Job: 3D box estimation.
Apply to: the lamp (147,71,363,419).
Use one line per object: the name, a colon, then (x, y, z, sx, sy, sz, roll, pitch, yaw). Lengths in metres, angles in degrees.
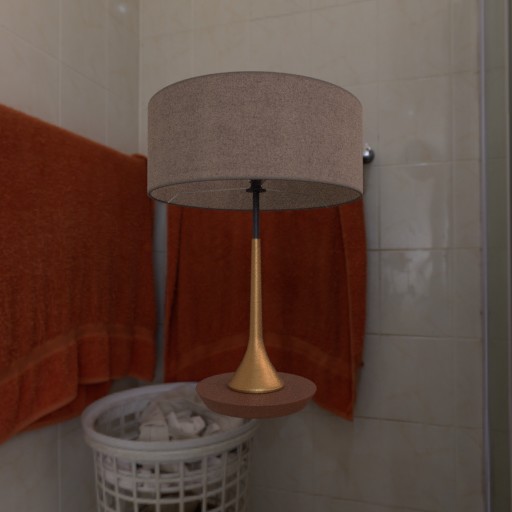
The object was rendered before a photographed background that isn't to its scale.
lamp: (0.000, 0.000, 0.844, 0.396, 0.551, 0.417, 0, -1, 19)
